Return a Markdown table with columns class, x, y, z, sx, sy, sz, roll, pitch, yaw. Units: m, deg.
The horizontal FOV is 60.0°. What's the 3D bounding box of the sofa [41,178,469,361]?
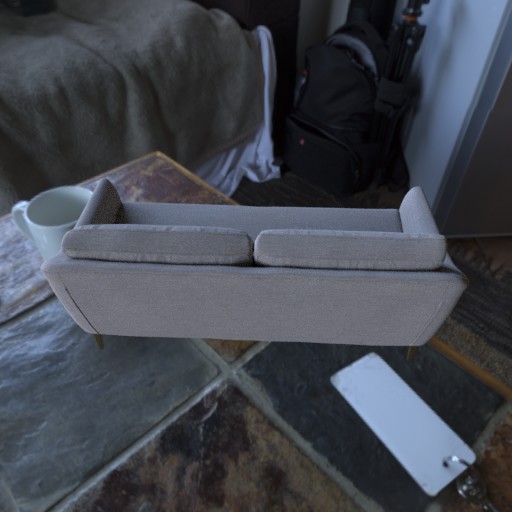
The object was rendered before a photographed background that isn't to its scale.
| class | x | y | z | sx | sy | sz | roll | pitch | yaw |
| --- | --- | --- | --- | --- | --- | --- | --- | --- | --- |
| sofa | 0.000 | 0.000 | 2.541 | 2.036 | 0.913 | 0.980 | 2 | 46 | 2 |
